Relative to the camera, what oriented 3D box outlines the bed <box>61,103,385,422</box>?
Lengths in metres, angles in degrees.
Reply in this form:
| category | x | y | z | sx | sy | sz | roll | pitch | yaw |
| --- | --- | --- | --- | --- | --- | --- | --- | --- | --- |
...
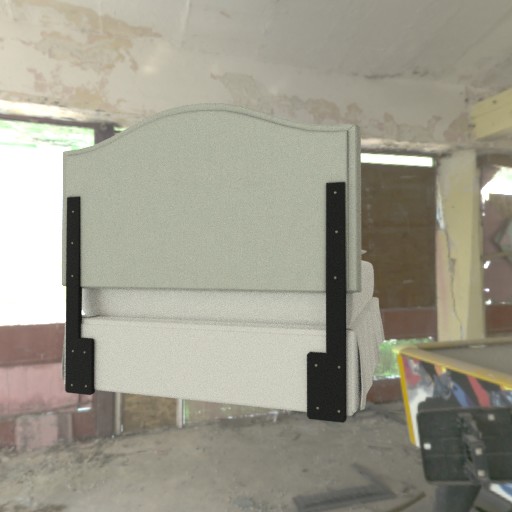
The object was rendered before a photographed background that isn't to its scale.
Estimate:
| category | x | y | z | sx | sy | sz | roll | pitch | yaw |
| --- | --- | --- | --- | --- | --- | --- | --- | --- | --- |
| bed | 0.000 | 0.000 | 3.371 | 1.813 | 1.607 | 2.180 | 0 | -1 | 18 |
